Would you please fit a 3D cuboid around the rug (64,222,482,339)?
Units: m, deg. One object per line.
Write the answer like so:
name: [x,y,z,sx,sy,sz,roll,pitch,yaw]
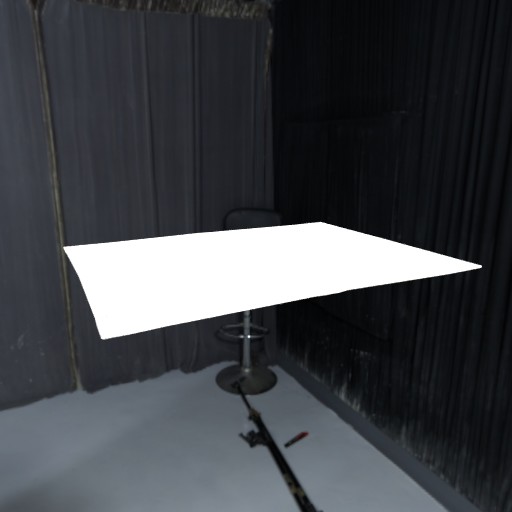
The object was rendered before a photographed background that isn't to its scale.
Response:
rug: [0.000,0.000,4.960,3.778,0.053,2.873,-7,16,-26]
